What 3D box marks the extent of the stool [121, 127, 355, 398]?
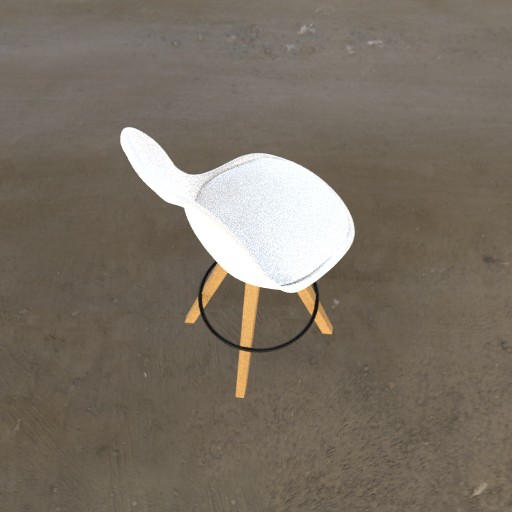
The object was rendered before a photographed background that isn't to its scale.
[{"bbox_3d":[0.000,0.000,1.388,0.549,1.115,0.482,-31,63,-18],"label":"stool"}]
